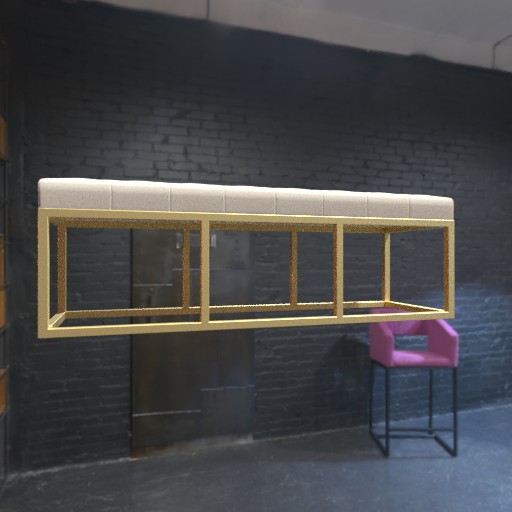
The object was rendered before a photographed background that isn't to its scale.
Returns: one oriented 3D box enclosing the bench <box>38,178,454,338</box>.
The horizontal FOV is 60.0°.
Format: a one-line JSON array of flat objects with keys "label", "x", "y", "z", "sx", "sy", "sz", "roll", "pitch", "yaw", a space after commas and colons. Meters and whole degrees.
[{"label": "bench", "x": 0.000, "y": 0.000, "z": 1.722, "sx": 1.473, "sy": 0.484, "sz": 0.457, "roll": 0, "pitch": 0, "yaw": -17}]
